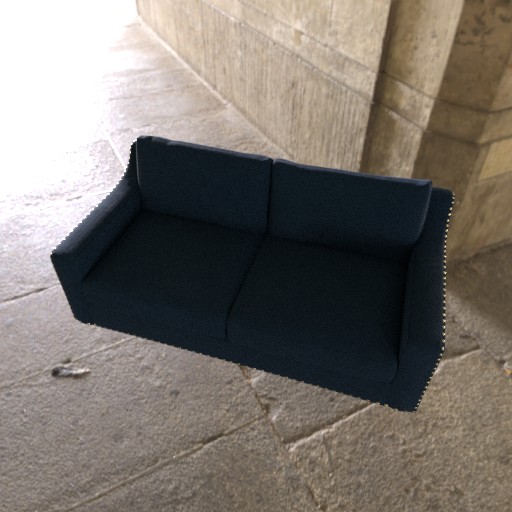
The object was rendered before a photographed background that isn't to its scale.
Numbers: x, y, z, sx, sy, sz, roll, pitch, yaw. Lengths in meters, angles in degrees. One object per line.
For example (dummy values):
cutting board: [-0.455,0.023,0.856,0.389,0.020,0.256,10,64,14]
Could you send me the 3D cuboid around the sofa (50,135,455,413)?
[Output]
sofa: [0.000,0.000,2.677,2.107,0.983,1.104,12,44,13]
